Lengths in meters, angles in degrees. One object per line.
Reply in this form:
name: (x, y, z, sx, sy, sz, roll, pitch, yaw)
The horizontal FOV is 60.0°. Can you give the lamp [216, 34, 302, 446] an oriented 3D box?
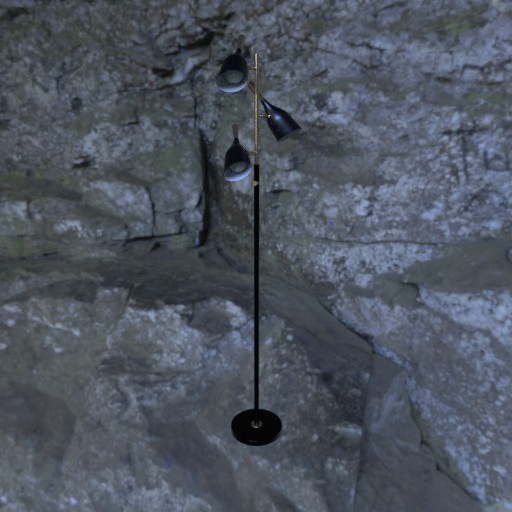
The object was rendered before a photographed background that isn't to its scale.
lamp: (0.000, 0.000, 1.940, 0.434, 1.778, 0.253, -15, 22, -42)
